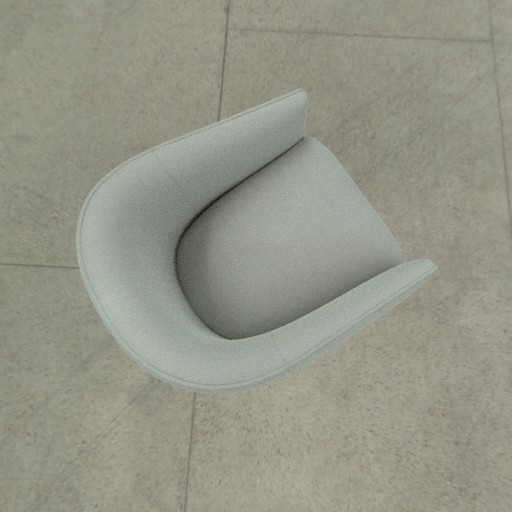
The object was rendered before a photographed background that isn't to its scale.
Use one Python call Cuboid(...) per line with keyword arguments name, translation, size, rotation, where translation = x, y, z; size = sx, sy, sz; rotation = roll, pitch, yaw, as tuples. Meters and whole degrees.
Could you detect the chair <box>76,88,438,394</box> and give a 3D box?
Cuboid(name="chair", translation=(0.000, 0.000, 1.450), size=(0.875, 0.799, 0.747), rotation=(-31, 77, -8))
